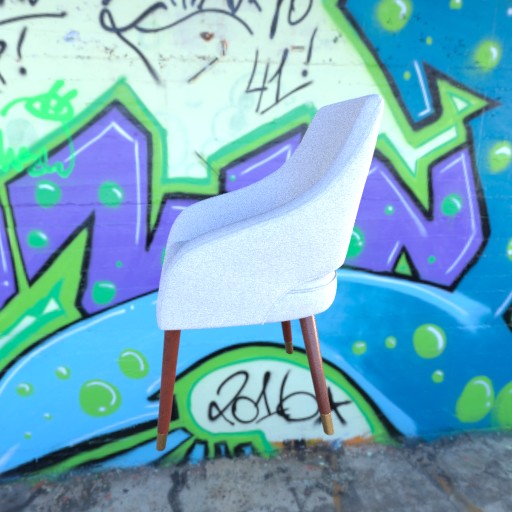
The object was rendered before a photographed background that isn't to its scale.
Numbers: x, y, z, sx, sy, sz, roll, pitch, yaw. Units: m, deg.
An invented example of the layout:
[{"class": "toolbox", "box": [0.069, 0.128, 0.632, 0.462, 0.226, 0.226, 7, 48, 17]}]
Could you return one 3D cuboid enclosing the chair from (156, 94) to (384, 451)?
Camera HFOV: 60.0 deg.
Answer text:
[{"class": "chair", "box": [0.000, 0.000, 1.310, 0.600, 0.889, 0.609, -2, 15, -9]}]
